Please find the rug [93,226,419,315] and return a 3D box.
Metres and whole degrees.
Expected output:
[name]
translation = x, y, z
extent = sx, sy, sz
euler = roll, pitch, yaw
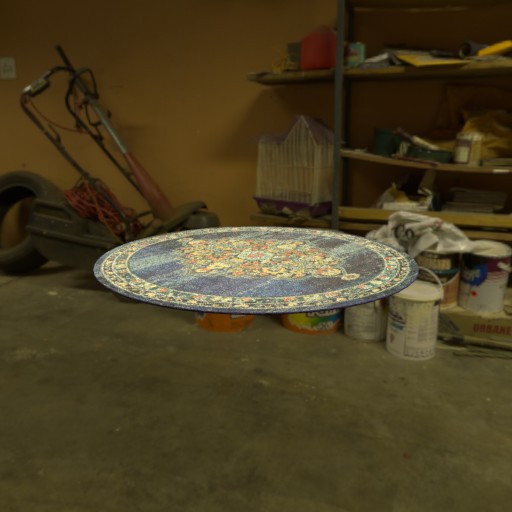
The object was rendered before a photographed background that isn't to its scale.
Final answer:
[rug]
translation = 0.000, 0.000, 2.297
extent = 1.591, 0.010, 1.591
euler = 0, 15, 0
